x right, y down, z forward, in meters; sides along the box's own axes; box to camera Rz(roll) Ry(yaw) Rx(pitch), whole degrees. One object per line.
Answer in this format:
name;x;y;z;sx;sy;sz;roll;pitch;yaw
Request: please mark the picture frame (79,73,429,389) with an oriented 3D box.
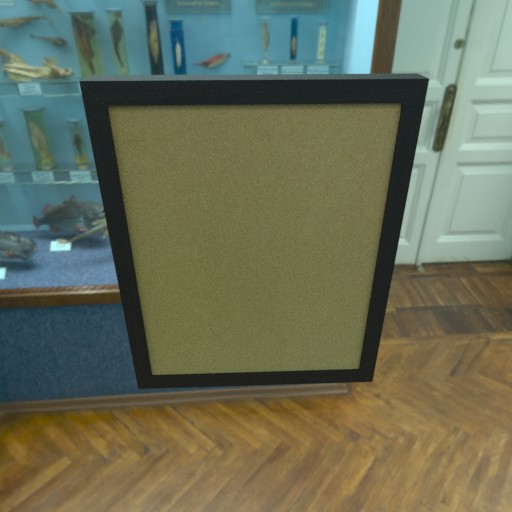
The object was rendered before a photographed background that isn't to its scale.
picture frame;0.000;0.000;0.733;0.452;0.555;0.044;-1;31;-2
